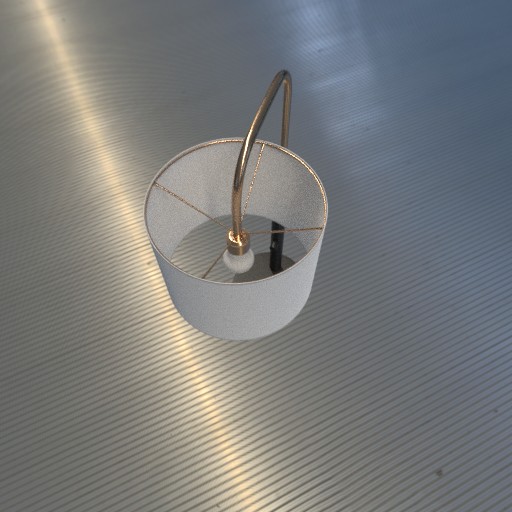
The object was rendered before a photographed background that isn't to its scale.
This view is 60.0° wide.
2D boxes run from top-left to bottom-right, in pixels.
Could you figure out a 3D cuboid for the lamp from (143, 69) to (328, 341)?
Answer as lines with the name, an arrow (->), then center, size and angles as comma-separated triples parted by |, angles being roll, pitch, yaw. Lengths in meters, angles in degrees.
lamp -> 0.000, 0.000, 0.699 | 0.199, 0.540, 0.337 | 16, 60, 10
